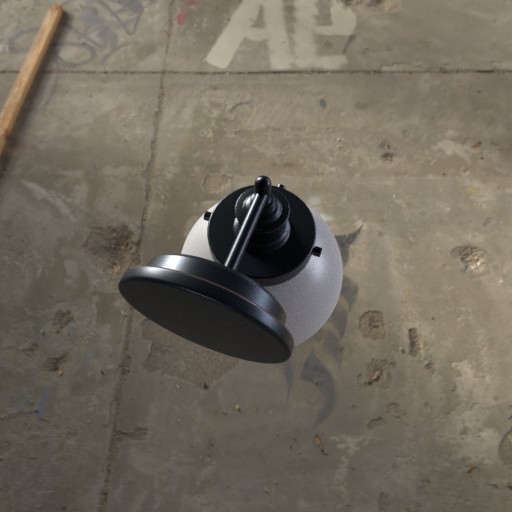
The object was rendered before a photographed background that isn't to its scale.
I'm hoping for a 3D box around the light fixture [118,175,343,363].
[{"bbox_3d":[0.000,0.000,0.469,0.197,0.332,0.230,18,65,9],"label":"light fixture"}]
